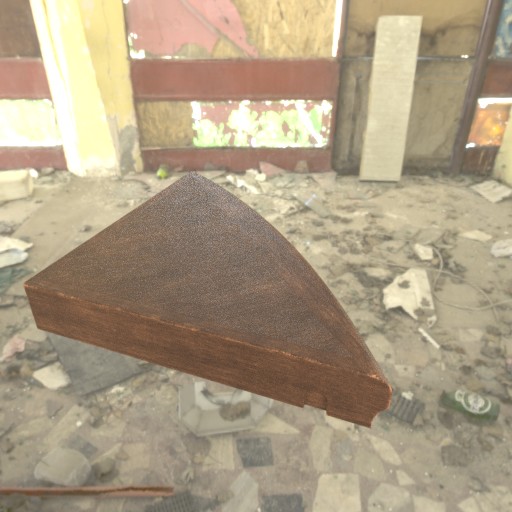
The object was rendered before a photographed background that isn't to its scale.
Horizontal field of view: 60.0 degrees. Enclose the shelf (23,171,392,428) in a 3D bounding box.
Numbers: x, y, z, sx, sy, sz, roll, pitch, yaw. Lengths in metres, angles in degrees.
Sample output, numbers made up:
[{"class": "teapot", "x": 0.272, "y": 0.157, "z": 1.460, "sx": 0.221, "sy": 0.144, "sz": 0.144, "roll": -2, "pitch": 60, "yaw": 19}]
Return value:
[{"class": "shelf", "x": 0.000, "y": 0.000, "z": 0.467, "sx": 0.310, "sy": 0.050, "sz": 0.310, "roll": 11, "pitch": 33, "yaw": 18}]
